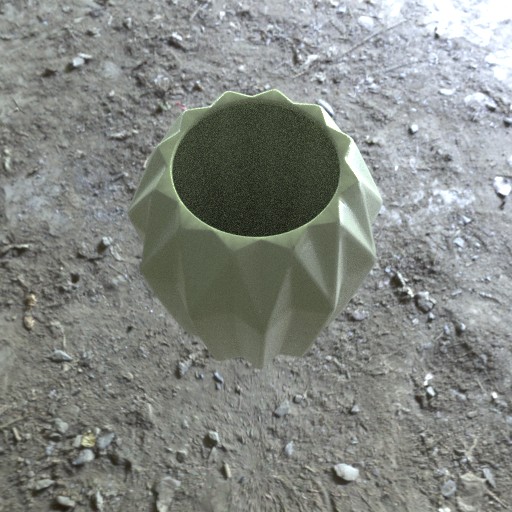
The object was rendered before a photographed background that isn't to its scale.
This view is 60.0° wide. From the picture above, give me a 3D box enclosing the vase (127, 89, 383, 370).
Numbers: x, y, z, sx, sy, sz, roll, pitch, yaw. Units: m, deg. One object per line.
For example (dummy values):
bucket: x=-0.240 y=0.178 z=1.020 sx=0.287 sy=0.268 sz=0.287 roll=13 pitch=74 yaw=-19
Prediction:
vase: x=0.000 y=0.000 z=0.410 sx=0.195 sy=0.275 sz=0.195 roll=0 pitch=64 yaw=0
